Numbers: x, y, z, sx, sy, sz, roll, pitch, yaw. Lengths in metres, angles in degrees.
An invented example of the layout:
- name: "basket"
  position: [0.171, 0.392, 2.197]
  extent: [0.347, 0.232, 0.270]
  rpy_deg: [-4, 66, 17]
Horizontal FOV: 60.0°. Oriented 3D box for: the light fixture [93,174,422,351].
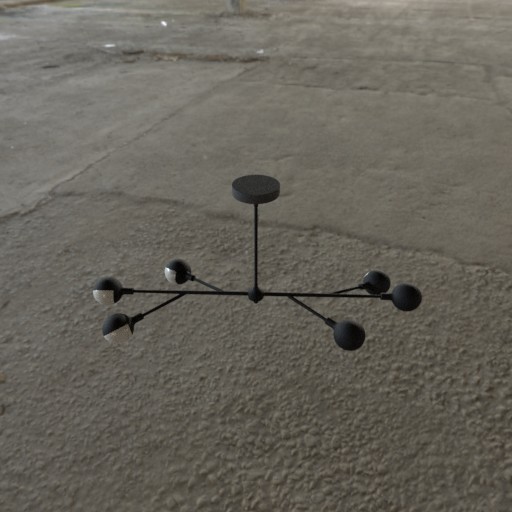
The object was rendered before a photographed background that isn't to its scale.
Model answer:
- name: "light fixture"
  position: [0.000, 0.000, 1.029]
  extent: [0.778, 0.362, 0.434]
  rpy_deg: [10, 35, 15]
